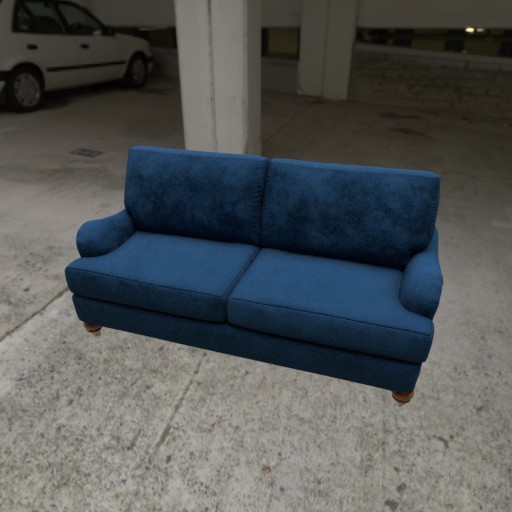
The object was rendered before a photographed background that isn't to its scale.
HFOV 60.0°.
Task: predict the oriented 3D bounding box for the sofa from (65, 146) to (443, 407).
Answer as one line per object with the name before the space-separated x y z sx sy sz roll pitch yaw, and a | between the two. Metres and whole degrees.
sofa | 0.000 0.000 2.781 2.141 1.101 1.084 9 29 16
